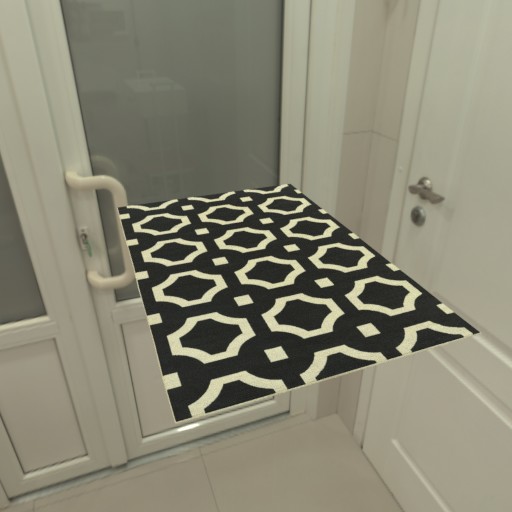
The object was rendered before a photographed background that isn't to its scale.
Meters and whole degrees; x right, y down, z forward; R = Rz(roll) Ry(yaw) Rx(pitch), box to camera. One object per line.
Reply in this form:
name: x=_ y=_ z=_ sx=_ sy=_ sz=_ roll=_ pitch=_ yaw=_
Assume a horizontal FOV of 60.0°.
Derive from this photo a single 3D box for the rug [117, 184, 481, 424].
rug: x=0.000 y=0.000 z=2.915 sx=1.555 sy=0.016 sz=2.286 roll=-11 pitch=31 yaw=-18
